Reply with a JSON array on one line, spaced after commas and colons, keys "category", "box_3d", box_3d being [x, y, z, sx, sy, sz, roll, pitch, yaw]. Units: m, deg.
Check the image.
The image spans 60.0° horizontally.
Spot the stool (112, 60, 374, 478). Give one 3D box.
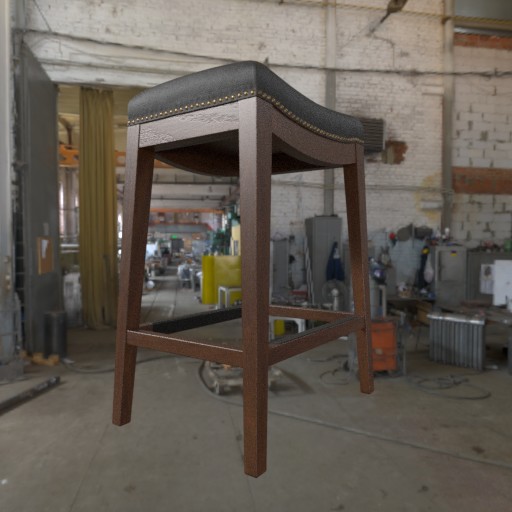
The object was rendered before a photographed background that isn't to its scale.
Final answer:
[{"category": "stool", "box_3d": [0.000, 0.000, 0.967, 0.353, 0.664, 0.490, 1, 2, 36]}]
